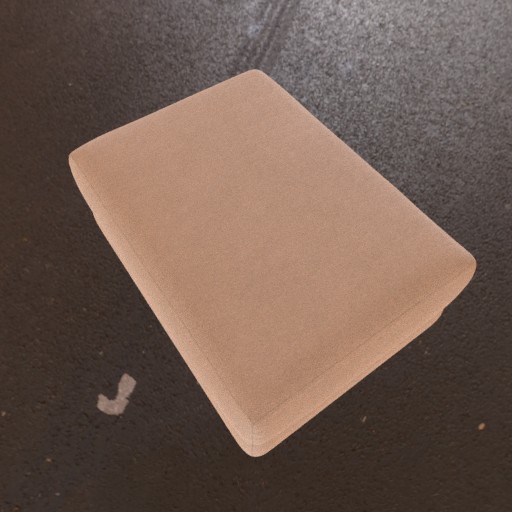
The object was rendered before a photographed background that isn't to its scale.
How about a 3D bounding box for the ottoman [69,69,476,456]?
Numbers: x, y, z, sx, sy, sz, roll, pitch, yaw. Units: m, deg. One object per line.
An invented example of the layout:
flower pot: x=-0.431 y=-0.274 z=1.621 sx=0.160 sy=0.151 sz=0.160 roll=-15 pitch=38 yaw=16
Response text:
ottoman: x=0.000 y=0.000 z=1.107 sx=0.569 sy=0.499 sz=0.773 roll=-31 pitch=63 yaw=-18
